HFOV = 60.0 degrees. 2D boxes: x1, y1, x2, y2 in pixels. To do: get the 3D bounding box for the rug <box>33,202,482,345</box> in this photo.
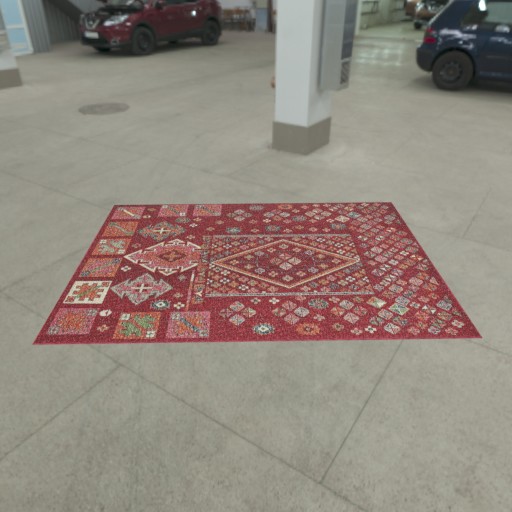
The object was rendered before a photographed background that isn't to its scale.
[{"bbox_3d":[0.000,0.000,2.819,2.184,0.007,1.579,-1,32,-1],"label":"rug"}]
